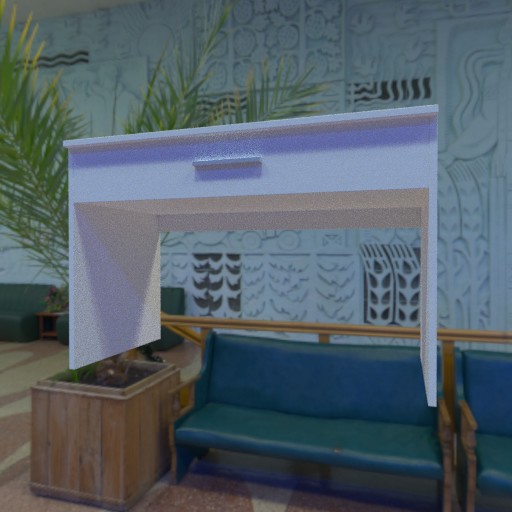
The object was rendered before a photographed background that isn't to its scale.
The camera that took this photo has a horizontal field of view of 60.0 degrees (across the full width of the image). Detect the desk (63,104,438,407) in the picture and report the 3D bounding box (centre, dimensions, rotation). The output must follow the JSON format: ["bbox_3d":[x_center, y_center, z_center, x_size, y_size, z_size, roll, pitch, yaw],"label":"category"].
[{"bbox_3d":[0.000,0.000,1.496,1.100,0.730,0.560,0,1,18],"label":"desk"}]
